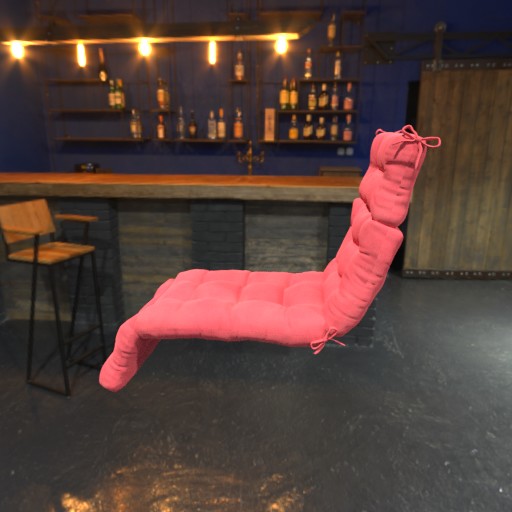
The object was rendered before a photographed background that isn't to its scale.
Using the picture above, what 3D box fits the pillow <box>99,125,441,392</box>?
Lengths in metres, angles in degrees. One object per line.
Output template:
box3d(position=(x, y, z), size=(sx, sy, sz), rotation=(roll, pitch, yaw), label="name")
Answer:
box3d(position=(0.000, 0.000, 1.530), size=(1.016, 0.863, 0.526), rotation=(2, 16, 8), label="pillow")
